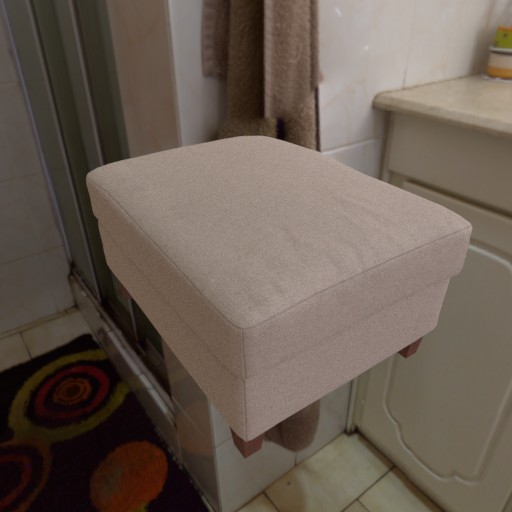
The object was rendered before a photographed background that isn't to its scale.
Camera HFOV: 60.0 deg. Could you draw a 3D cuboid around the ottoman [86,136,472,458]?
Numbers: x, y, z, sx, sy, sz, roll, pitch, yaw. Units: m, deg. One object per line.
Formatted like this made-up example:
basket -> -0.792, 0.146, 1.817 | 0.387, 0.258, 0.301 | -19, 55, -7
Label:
ottoman -> 0.000, 0.000, 1.307 | 0.692, 0.511, 0.902 | -20, 37, -29
